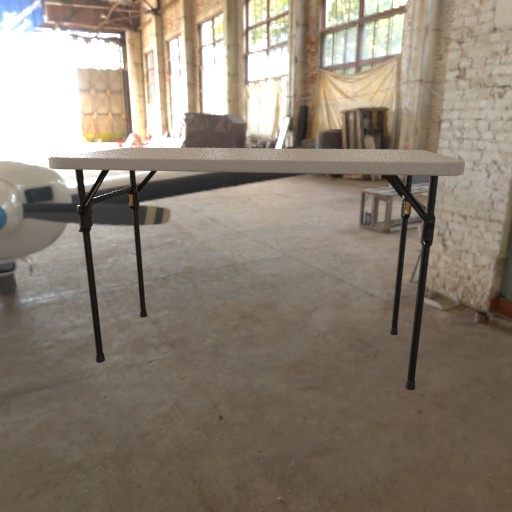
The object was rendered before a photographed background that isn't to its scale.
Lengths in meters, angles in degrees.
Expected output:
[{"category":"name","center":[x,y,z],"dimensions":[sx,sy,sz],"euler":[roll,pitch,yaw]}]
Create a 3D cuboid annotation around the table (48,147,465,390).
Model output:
[{"category":"table","center":[0.000,0.000,1.609],"dimensions":[1.219,0.729,0.610],"euler":[3,17,9]}]
